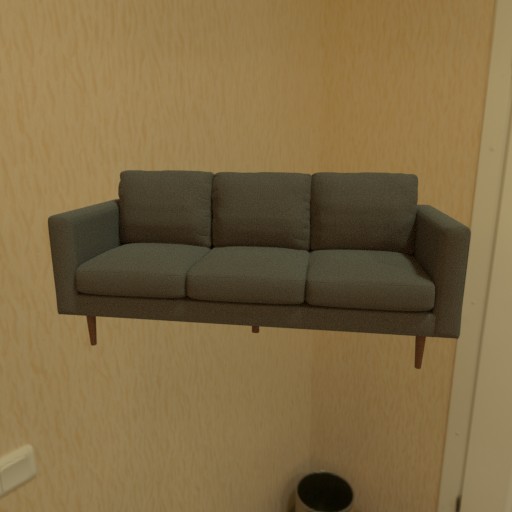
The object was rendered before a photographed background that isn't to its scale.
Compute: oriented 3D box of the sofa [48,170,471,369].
[{"bbox_3d":[0.000,0.000,2.487,2.029,0.912,0.802,2,14,9],"label":"sofa"}]
